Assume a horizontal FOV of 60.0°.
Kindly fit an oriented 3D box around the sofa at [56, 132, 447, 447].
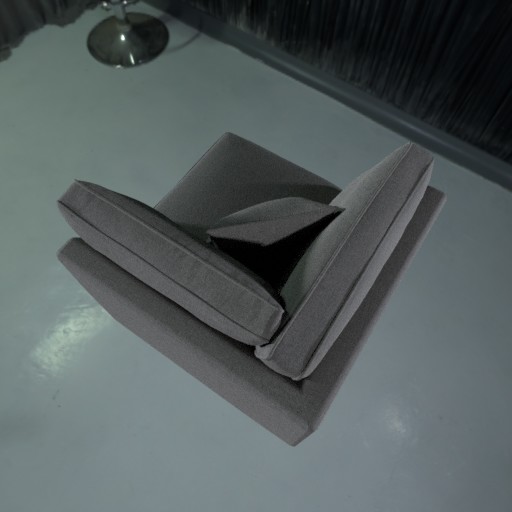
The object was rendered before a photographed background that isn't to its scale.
[{"bbox_3d":[0.000,0.000,1.968,1.146,1.002,1.084,31,68,14],"label":"sofa"}]
